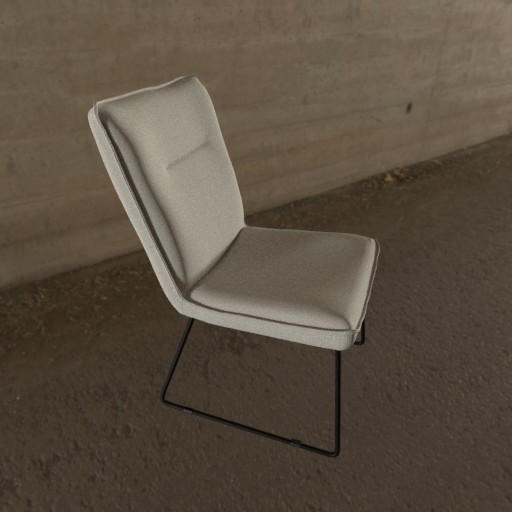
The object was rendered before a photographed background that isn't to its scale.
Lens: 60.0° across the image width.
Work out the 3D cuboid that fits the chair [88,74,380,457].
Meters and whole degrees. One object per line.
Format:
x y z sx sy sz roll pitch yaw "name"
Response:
0.000 0.000 1.327 0.688 0.930 0.515 10 32 17 "chair"
